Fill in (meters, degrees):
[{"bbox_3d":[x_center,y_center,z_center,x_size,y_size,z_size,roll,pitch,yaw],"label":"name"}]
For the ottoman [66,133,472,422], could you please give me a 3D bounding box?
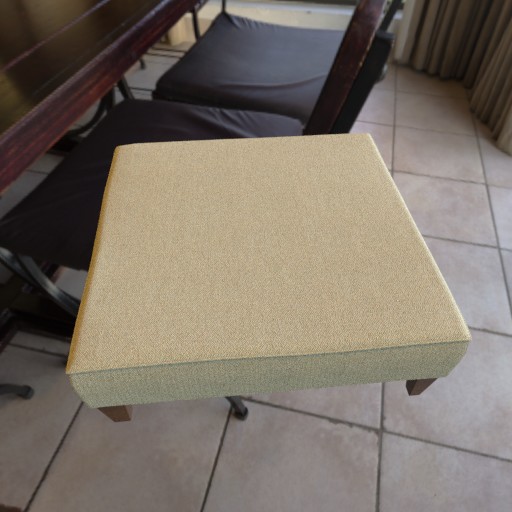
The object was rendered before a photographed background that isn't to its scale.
[{"bbox_3d":[0.000,0.000,1.505,1.004,0.379,0.968,-4,47,-4],"label":"ottoman"}]
